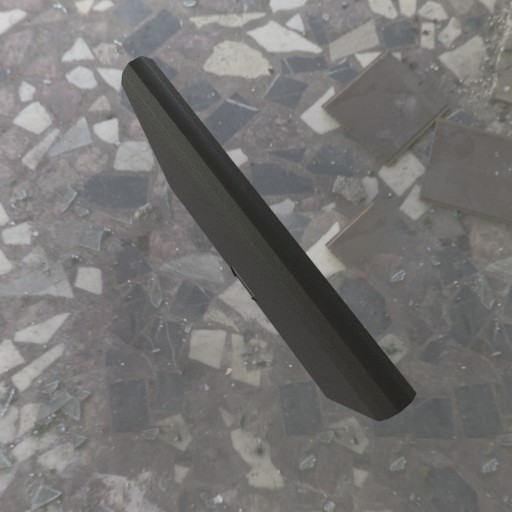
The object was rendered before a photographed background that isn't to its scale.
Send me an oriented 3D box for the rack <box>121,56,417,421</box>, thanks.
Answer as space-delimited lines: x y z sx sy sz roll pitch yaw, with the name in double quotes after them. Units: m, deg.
0.000 0.000 0.441 0.041 0.241 0.330 -36 79 -8 "rack"
